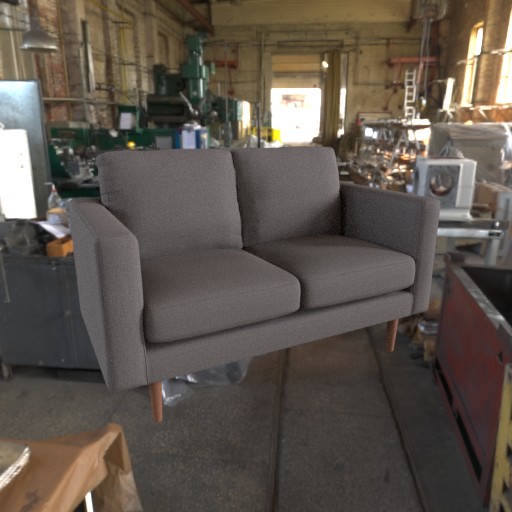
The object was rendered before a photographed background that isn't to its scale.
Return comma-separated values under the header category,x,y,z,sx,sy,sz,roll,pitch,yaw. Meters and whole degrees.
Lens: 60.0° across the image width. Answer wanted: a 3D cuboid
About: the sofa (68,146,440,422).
category,x,y,z,sx,sy,sz,roll,pitch,yaw
sofa,0.000,0.000,1.956,1.430,0.908,0.796,-9,19,-26
